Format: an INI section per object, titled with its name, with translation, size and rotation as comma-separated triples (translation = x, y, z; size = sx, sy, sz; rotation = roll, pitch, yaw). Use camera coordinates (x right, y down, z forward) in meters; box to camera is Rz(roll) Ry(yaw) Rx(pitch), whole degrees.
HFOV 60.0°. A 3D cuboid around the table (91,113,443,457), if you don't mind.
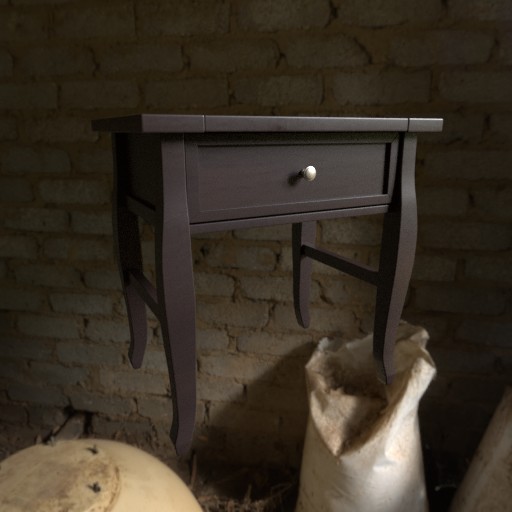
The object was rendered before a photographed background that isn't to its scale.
[table]
translation = 0.000, 0.000, 1.025
size = 0.602, 0.605, 0.460
rotation = -8, 18, -27
